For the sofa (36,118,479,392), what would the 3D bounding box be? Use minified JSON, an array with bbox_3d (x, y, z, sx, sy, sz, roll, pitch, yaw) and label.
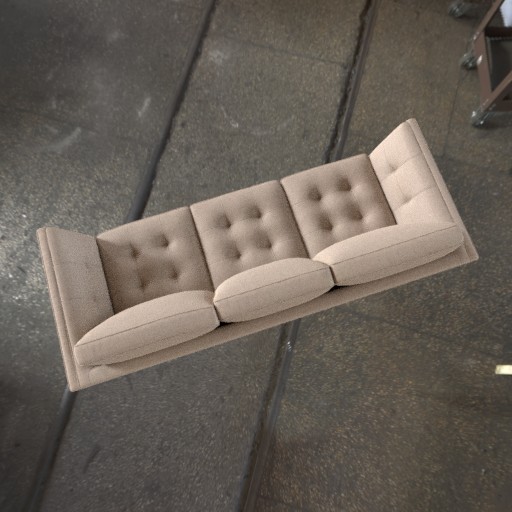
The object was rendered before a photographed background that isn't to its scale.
[{"bbox_3d":[0.000,0.000,2.841,2.388,0.940,0.965,-17,76,-4],"label":"sofa"}]
